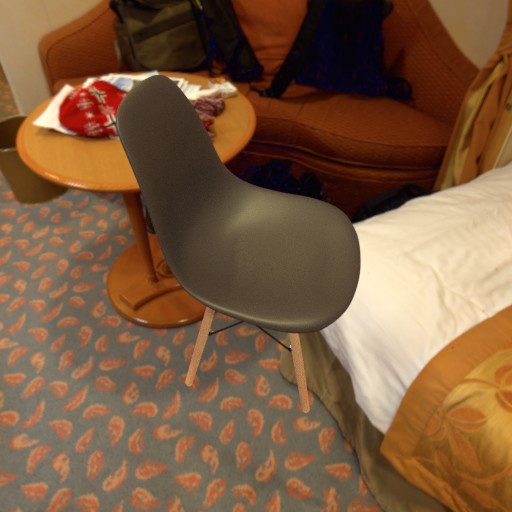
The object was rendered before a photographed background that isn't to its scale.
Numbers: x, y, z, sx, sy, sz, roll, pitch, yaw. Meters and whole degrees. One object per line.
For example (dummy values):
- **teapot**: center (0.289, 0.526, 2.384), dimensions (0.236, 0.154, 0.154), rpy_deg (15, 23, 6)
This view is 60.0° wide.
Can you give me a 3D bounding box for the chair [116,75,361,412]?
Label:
- **chair**: center (0.000, 0.000, 1.151), dimensions (0.533, 0.825, 0.470), rpy_deg (10, 46, 10)
